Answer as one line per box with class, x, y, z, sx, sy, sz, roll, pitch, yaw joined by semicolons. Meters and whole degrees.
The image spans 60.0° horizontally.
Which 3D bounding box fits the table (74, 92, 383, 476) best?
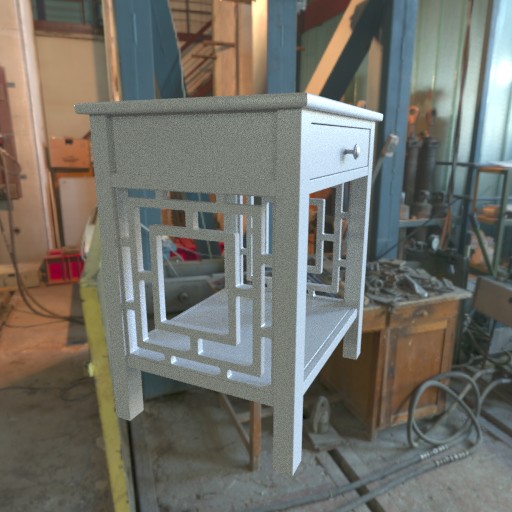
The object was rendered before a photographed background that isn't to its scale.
table;0.000;0.000;1.025;0.451;0.646;0.564;7;16;25
